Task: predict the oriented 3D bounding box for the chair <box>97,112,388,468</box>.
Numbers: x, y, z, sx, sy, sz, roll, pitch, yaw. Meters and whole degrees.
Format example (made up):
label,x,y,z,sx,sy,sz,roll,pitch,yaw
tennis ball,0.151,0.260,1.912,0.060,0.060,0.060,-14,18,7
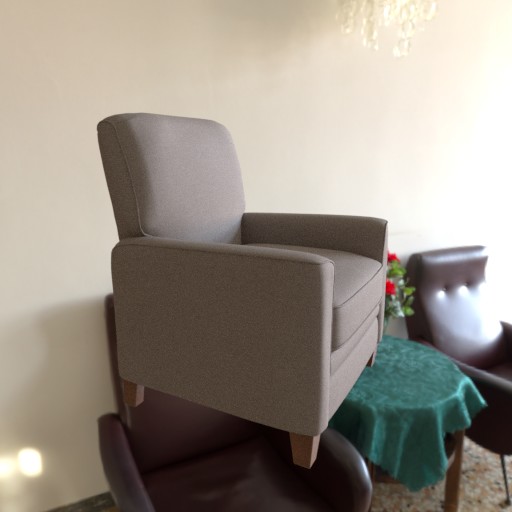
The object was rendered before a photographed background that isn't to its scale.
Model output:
label,x,y,z,sx,sy,sz,roll,pitch,yaw
chair,0.000,0.000,1.654,0.859,1.023,0.845,7,15,27
